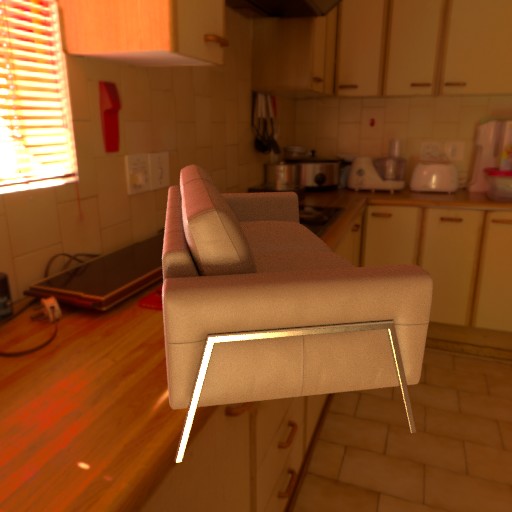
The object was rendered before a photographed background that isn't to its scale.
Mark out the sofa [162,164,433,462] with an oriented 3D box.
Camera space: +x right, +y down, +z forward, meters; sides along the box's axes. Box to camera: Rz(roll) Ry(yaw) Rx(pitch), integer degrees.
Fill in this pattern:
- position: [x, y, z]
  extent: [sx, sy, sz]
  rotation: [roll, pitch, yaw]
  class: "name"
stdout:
- position: [0.000, 0.000, 2.466]
  extent: [0.953, 0.875, 2.017]
  rotation: [-3, 17, -9]
  class: "sofa"
